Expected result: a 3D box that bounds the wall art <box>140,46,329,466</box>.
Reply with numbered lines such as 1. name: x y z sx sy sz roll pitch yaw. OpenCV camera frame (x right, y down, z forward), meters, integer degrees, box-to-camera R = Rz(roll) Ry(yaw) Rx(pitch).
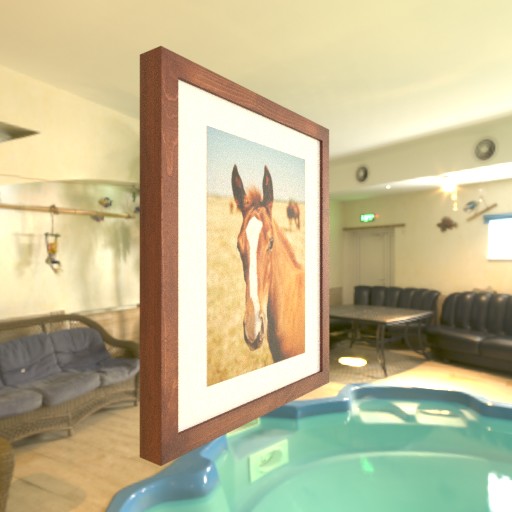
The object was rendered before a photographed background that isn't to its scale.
1. wall art: 0.000 0.000 0.543 0.030 0.381 0.330 0 0 36
